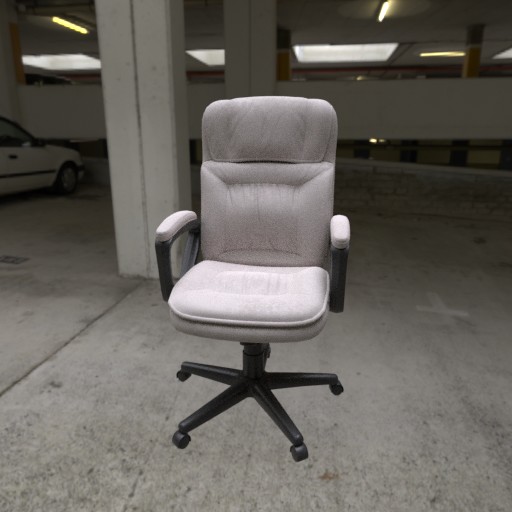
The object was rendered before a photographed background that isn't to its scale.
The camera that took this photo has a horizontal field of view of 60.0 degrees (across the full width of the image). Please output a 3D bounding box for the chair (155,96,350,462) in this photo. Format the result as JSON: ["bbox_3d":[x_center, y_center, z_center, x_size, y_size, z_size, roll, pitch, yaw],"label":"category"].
[{"bbox_3d":[0.000,0.000,1.563,0.667,1.105,0.724,2,16,9],"label":"chair"}]
